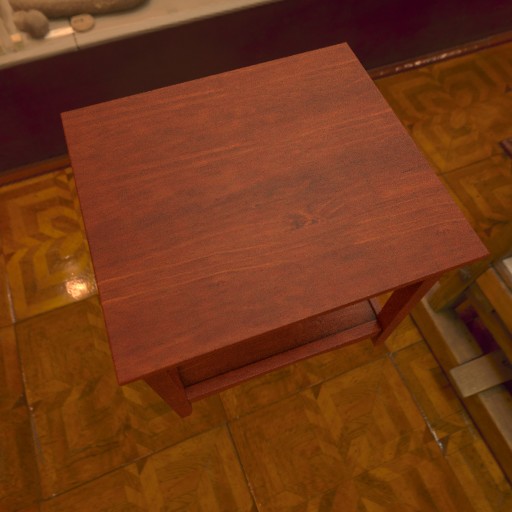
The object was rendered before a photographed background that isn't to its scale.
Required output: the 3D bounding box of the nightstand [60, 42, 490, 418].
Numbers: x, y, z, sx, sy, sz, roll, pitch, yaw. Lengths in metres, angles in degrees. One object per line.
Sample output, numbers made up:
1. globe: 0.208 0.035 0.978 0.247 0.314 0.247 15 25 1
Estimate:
1. nightstand: 0.000 0.000 0.967 0.558 0.558 0.501 -18 64 -9
